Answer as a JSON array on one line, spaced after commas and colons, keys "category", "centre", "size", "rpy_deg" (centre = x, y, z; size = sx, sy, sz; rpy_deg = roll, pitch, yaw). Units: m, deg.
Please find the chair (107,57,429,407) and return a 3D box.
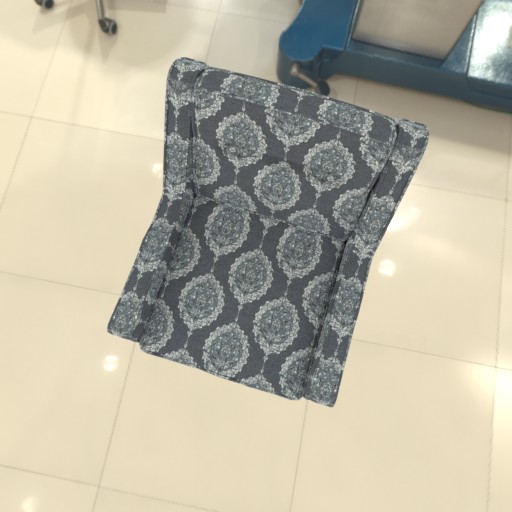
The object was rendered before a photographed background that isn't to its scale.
[{"category": "chair", "centre": [0.000, 0.000, 1.342], "size": [0.663, 0.792, 0.743], "rpy_deg": [17, 77, 4]}]
